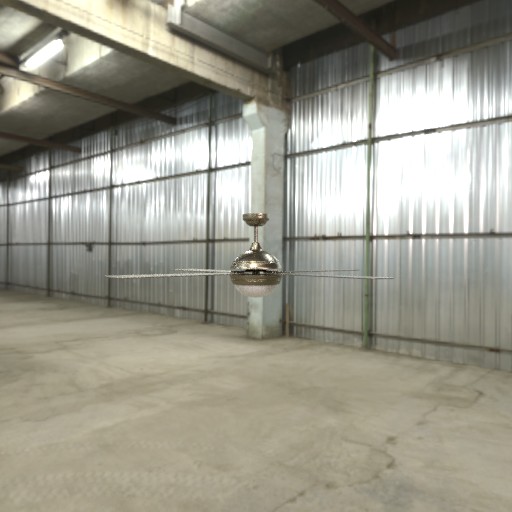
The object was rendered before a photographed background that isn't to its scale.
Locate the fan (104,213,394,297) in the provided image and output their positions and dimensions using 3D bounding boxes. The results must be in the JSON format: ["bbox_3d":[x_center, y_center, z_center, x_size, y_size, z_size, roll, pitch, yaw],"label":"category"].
[{"bbox_3d":[0.000,0.000,2.038,1.321,0.381,1.321,0,0,-19],"label":"fan"}]
